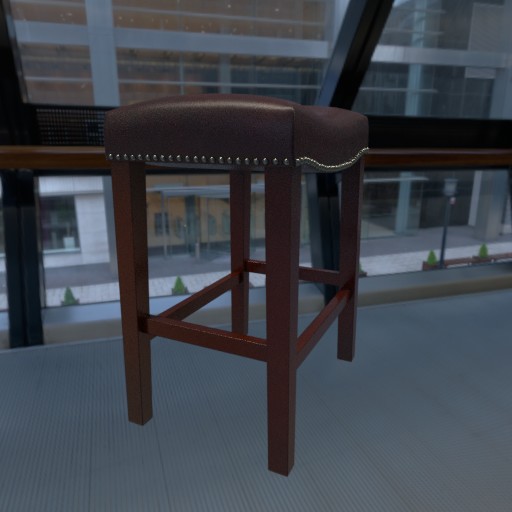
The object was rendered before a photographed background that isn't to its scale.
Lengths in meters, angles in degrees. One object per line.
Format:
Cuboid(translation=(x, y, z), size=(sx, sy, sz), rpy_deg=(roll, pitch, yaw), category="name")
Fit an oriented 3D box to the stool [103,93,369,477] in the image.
Cuboid(translation=(0.000, 0.000, 0.995), size=(0.372, 0.657, 0.504), rpy_deg=(7, 17, 25), category="stool")
